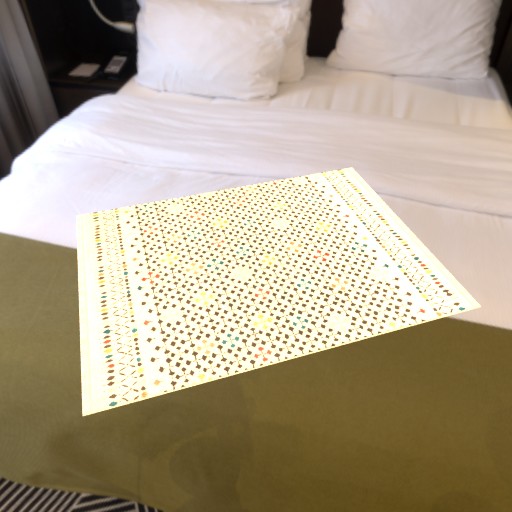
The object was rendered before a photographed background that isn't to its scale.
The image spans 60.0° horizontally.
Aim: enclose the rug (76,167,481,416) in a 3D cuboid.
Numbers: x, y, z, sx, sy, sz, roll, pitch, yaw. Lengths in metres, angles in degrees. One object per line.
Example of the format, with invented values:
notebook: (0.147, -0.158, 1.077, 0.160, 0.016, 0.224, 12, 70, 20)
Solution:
rug: (0.000, 0.000, 2.032, 1.556, 0.006, 1.146, -12, 43, -13)
